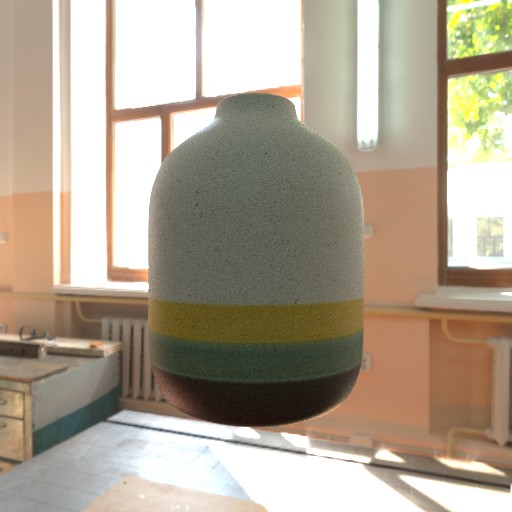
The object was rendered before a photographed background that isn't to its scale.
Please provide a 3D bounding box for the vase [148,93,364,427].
[{"bbox_3d":[0.000,0.000,0.357,0.169,0.240,0.169,0,0,0],"label":"vase"}]
